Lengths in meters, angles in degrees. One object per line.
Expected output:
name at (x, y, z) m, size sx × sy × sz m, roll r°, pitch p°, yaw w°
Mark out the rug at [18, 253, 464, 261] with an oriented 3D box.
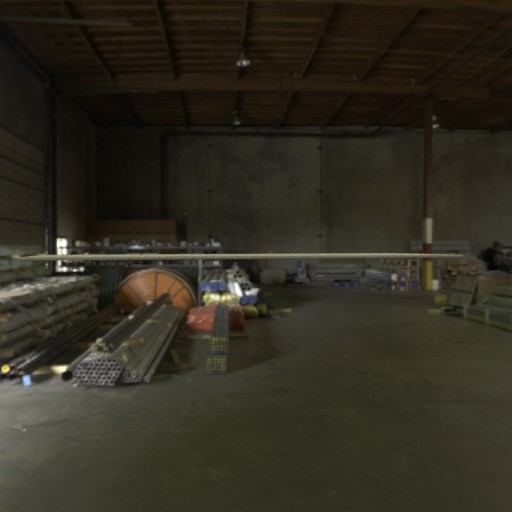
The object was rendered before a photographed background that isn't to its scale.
rug at (0.000, 0.000, 2.489) m, size 2.276 × 0.014 × 0.678 m, roll 0°, pitch 1°, yaw -18°
